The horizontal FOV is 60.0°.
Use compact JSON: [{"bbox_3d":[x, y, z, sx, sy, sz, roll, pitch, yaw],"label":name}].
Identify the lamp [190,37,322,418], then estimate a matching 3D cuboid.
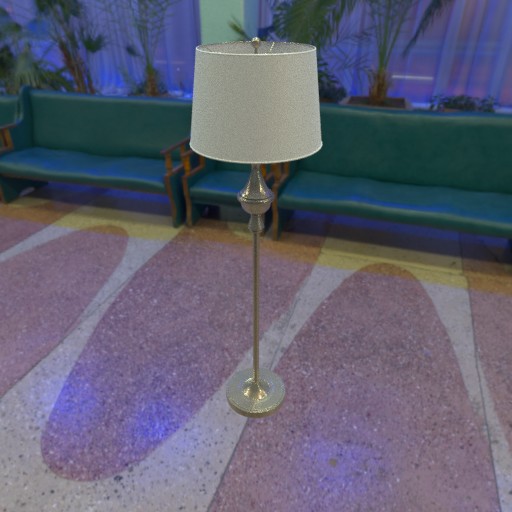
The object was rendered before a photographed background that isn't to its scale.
[{"bbox_3d":[0.000,0.000,1.675,0.431,1.488,0.431,0,31,0],"label":"lamp"}]
